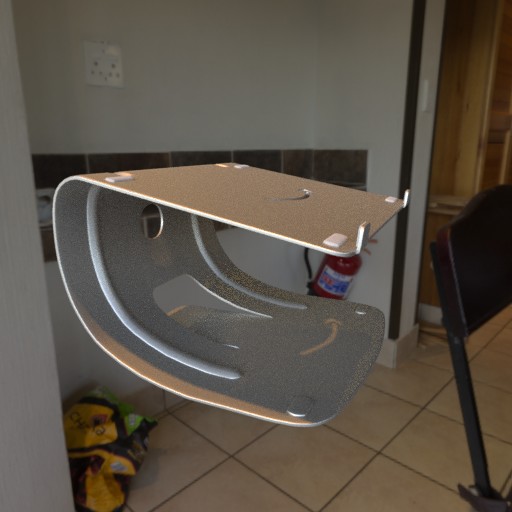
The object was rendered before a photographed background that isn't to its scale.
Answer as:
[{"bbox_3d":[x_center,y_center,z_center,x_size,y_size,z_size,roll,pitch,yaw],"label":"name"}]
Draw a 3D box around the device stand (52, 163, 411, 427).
[{"bbox_3d":[0.000,0.000,0.405,0.236,0.155,0.256,6,16,24],"label":"device stand"}]
